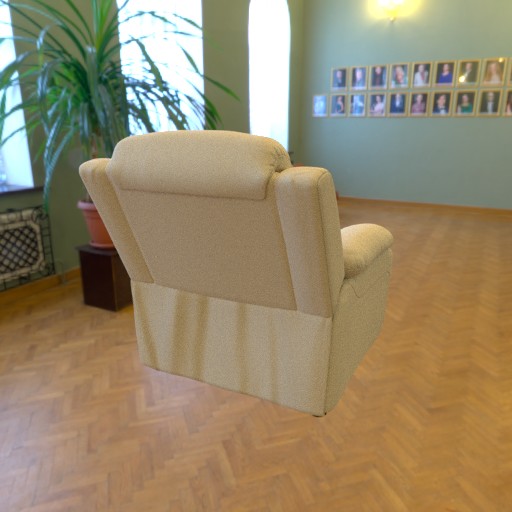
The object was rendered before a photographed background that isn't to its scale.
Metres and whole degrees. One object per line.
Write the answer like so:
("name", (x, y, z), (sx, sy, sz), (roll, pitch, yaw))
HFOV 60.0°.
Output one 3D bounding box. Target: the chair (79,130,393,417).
("chair", (0.000, 0.000, 1.276), (0.680, 0.702, 0.709), (8, 18, 25))
